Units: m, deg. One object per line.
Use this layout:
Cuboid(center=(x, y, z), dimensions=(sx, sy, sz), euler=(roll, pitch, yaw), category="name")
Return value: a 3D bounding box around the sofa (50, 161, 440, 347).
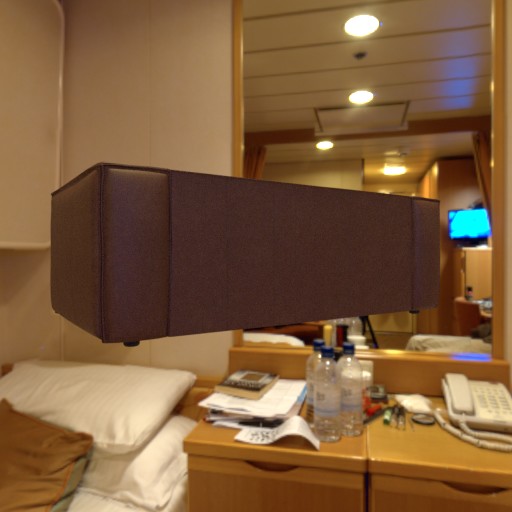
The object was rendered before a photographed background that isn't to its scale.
Cuboid(center=(0.000, 0.000, 2.579), dimensions=(2.088, 0.703, 1.102), euler=(0, 0, -33), category="sofa")
